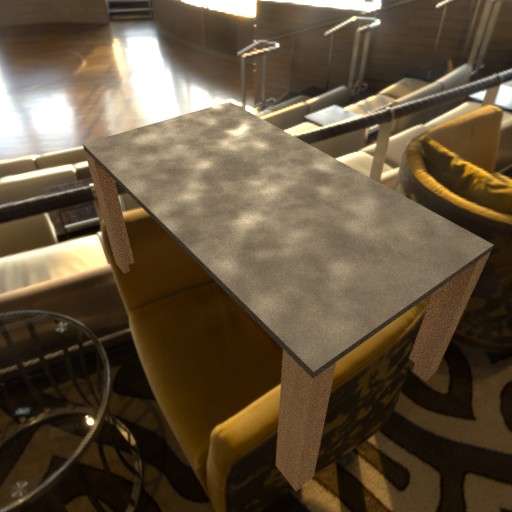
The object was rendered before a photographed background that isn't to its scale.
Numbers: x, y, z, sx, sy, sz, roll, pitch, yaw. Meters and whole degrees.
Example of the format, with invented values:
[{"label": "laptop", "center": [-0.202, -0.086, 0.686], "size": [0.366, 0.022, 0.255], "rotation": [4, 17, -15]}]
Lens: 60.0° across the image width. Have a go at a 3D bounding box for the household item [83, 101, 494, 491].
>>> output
[{"label": "household item", "center": [0.000, 0.000, 2.066], "size": [0.850, 0.755, 1.600], "rotation": [-27, 47, -27]}]
